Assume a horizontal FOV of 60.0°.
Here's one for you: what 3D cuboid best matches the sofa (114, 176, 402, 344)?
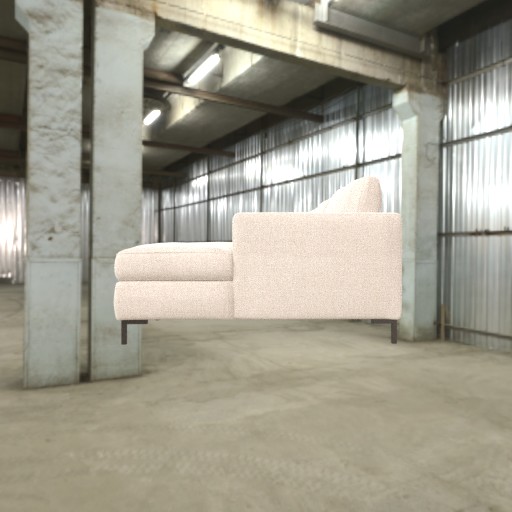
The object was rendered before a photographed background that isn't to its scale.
[{"bbox_3d":[0.000,0.000,2.909,1.126,0.677,2.445,0,0,0],"label":"sofa"}]
